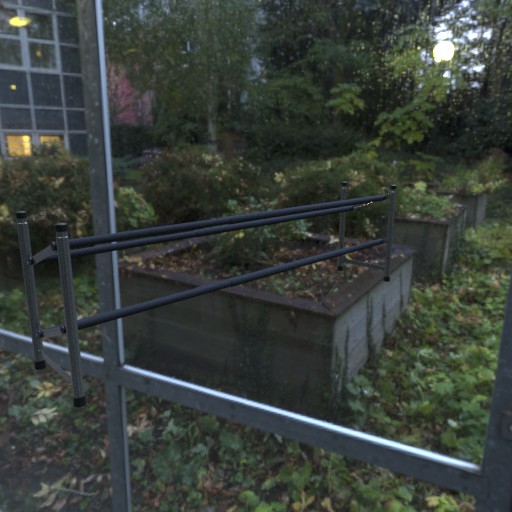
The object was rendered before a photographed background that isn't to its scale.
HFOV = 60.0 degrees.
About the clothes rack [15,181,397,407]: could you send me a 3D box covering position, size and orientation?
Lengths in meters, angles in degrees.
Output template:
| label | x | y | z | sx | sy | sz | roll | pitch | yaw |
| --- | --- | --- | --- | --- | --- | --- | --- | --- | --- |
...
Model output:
| label | x | y | z | sx | sy | sz | roll | pitch | yaw |
| --- | --- | --- | --- | --- | --- | --- | --- | --- | --- |
| clothes rack | 0.000 | 0.000 | 1.264 | 1.168 | 0.349 | 0.229 | -13 | 19 | -43 |
